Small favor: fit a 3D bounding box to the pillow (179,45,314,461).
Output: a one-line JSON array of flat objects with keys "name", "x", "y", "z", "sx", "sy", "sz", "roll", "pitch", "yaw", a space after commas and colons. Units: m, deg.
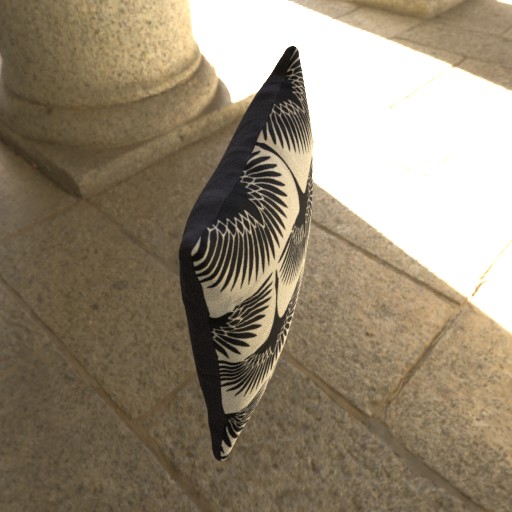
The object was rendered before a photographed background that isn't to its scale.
[{"name": "pillow", "x": 0.000, "y": 0.000, "z": 0.638, "sx": 0.139, "sy": 0.432, "sz": 0.432, "roll": 10, "pitch": 47, "yaw": 10}]
